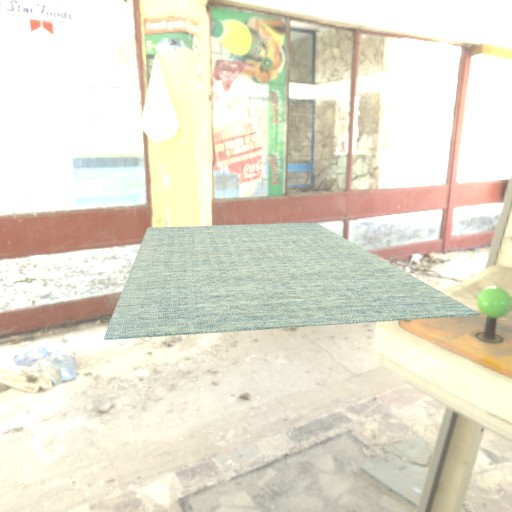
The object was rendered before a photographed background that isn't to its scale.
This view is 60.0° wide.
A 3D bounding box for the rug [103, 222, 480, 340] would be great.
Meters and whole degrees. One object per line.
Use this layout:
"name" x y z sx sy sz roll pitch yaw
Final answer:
"rug" 0.000 0.000 2.147 1.142 0.006 1.752 -2 14 -9
